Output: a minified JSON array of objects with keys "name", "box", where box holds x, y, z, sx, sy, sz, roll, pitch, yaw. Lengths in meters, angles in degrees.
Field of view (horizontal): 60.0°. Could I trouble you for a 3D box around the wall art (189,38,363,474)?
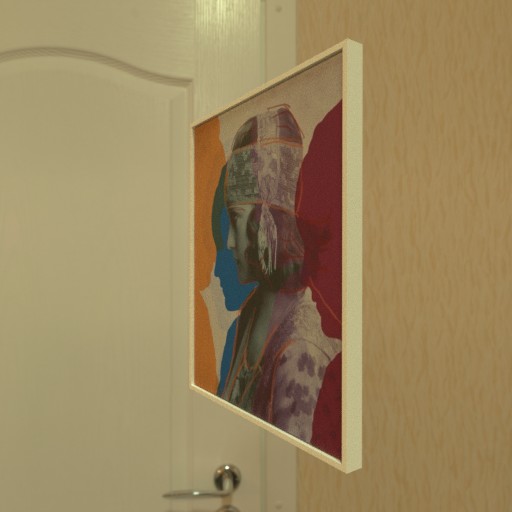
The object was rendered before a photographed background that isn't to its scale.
[{"name":"wall art","box":[0.000,0.000,0.748,0.030,0.549,0.443,0,0,-35]}]
